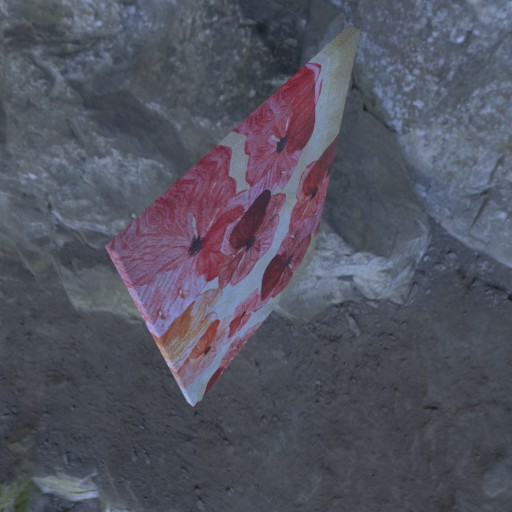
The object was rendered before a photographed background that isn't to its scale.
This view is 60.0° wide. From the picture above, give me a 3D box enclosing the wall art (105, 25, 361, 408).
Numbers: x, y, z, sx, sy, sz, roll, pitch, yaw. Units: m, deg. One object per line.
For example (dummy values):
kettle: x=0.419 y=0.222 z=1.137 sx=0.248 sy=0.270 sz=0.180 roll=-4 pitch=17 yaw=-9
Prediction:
wall art: x=0.000 y=0.000 z=1.288 sx=0.031 sy=1.015 sz=0.762 roll=32 pitch=64 yaw=18
